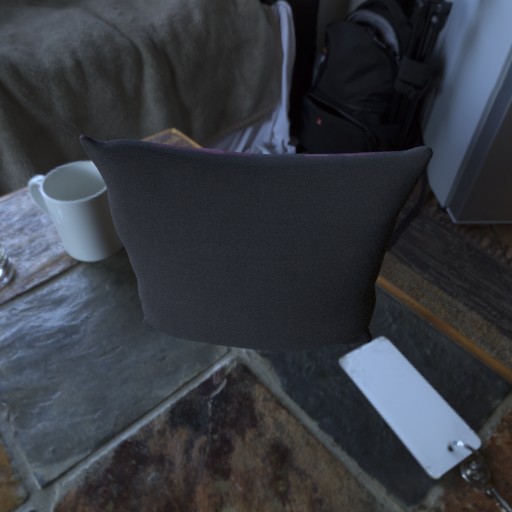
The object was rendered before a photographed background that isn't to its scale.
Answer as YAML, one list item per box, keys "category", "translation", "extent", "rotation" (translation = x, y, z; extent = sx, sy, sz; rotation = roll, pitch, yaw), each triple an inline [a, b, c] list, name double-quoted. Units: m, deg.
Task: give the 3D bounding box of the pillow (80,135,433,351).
- category: "pillow"
  translation: [0.000, 0.000, 0.794]
  extent: [0.503, 0.496, 0.208]
  rotation: [4, 48, 3]
